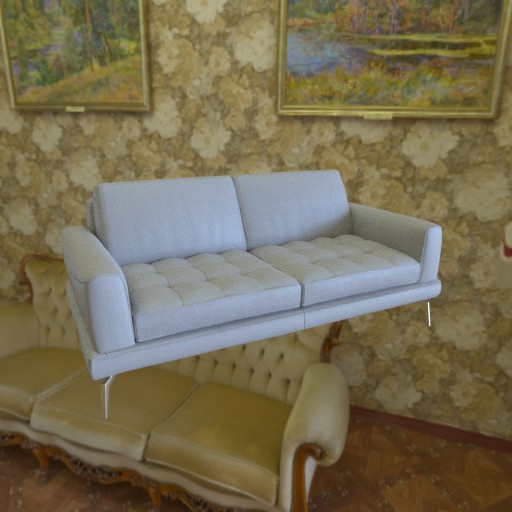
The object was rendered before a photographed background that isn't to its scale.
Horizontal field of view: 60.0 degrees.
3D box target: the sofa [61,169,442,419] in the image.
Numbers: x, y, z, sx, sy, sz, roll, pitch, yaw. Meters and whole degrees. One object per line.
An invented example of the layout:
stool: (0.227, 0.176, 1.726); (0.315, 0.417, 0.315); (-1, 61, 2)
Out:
sofa: (0.000, 0.000, 2.761); (2.177, 0.930, 1.121); (-8, 19, -26)
